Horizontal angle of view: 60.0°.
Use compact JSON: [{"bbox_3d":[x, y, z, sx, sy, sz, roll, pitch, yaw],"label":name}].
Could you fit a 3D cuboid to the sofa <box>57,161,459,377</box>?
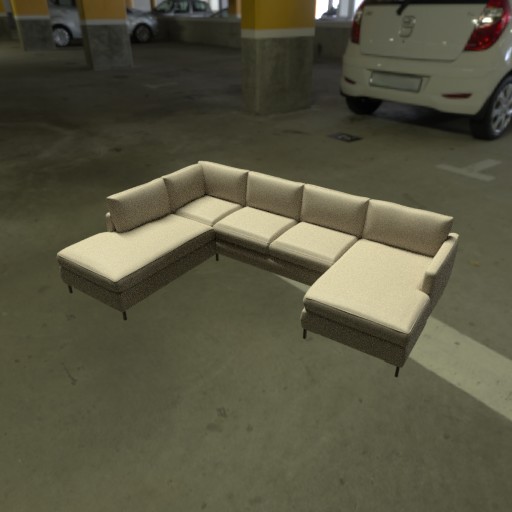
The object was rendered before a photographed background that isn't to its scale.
[{"bbox_3d":[0.000,0.000,3.623,2.737,0.756,1.879,19,34,30],"label":"sofa"}]
